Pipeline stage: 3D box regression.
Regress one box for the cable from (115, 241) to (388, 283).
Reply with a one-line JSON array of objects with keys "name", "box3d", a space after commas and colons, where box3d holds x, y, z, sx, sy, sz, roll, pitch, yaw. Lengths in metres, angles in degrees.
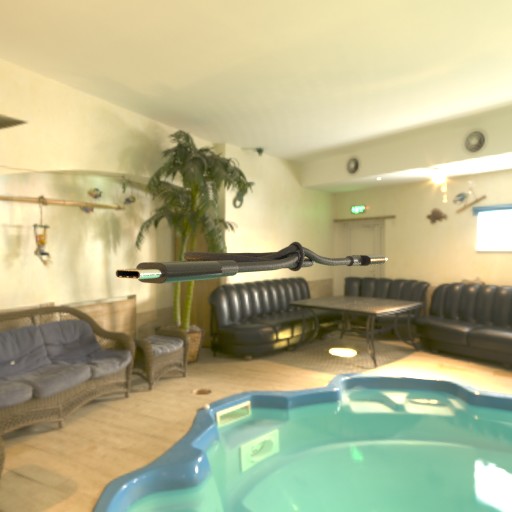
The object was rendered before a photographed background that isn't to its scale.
[{"name": "cable", "box3d": [0.000, 0.000, 0.226, 0.070, 0.014, 0.203, 1, 1, 35]}]
